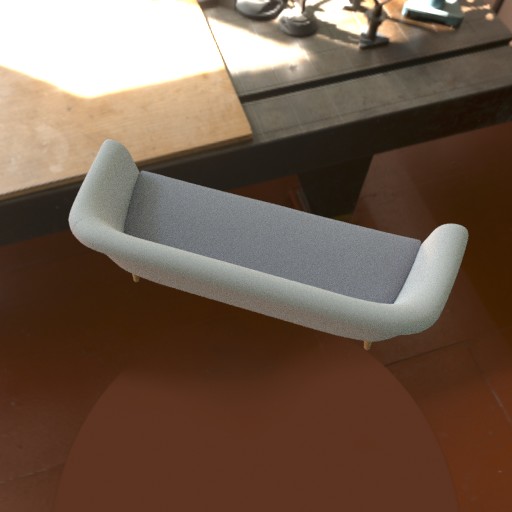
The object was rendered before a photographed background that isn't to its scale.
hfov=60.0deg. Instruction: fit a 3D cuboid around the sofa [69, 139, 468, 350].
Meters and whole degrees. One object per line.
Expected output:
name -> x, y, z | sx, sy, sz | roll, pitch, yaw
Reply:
sofa -> 0.000, 0.000, 2.534 | 2.160, 0.795, 0.827 | 15, 62, 8
